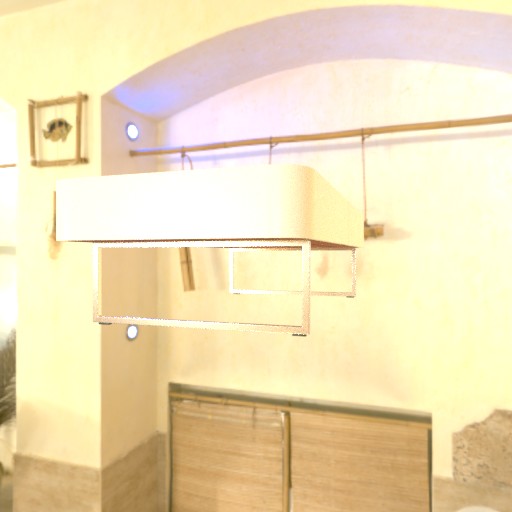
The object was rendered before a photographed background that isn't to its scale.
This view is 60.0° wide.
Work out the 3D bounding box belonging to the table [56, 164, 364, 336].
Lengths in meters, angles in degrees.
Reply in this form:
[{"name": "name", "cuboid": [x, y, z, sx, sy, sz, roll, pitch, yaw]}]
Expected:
[{"name": "table", "cuboid": [0.000, 0.000, 1.462, 0.600, 0.340, 1.200, 0, 0, 19]}]
